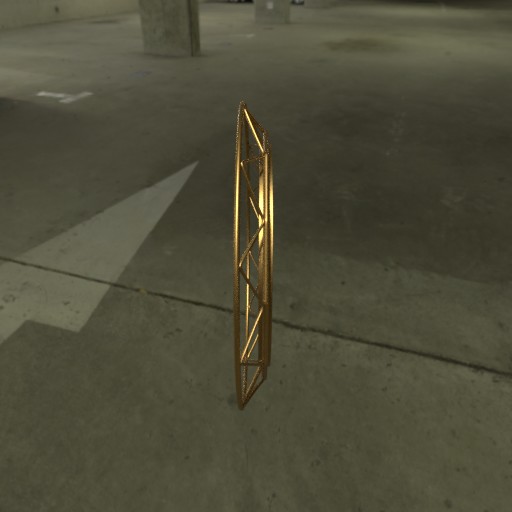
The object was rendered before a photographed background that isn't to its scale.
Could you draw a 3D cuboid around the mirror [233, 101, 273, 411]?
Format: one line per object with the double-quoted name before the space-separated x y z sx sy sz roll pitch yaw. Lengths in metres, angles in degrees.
"mirror" 0.000 0.000 0.687 0.043 0.454 0.454 0 33 1
